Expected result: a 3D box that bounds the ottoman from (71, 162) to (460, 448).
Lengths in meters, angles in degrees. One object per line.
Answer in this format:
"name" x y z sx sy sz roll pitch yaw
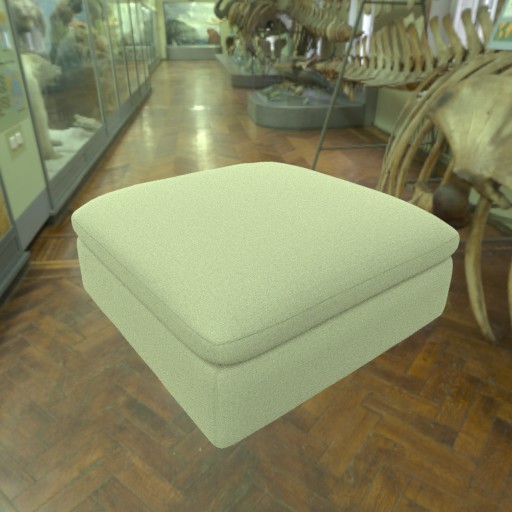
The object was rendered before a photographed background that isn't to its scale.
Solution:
"ottoman" 0.000 0.000 1.550 0.977 0.467 0.996 -19 33 -33
